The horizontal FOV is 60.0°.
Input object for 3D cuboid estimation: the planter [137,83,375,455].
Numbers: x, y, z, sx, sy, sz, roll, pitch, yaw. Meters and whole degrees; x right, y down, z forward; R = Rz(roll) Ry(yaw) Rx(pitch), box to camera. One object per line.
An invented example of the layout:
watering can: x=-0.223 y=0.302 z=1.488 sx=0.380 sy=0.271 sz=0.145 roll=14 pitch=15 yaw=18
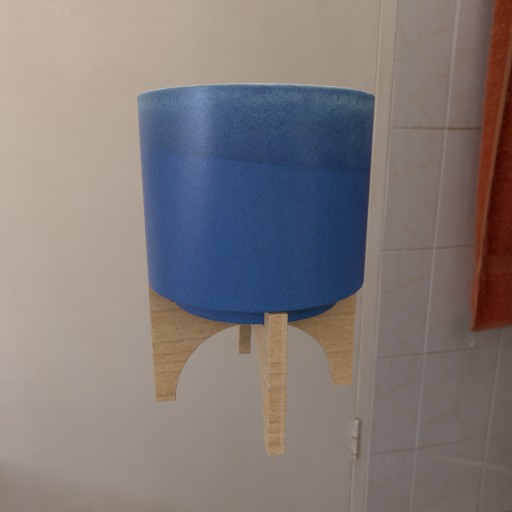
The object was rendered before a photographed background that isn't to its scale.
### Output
planter: x=0.000 y=0.000 z=0.546 sx=0.261 sy=0.367 sz=0.261 roll=0 pitch=14 yaw=0
